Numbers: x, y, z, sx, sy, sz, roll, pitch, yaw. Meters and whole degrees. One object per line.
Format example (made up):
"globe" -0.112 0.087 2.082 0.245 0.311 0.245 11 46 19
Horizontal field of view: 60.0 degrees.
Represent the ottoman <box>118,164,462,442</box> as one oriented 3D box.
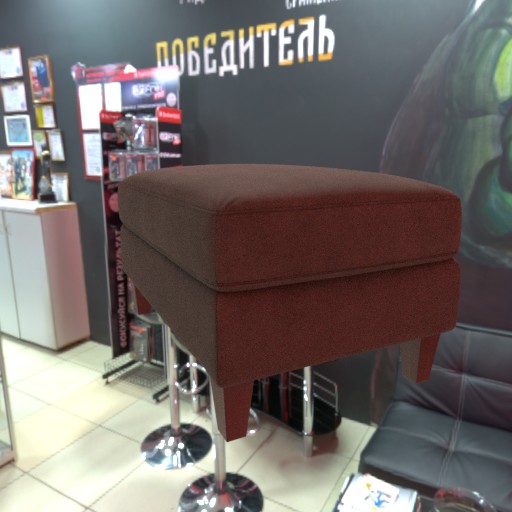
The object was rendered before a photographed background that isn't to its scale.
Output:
"ottoman" 0.000 0.000 1.196 0.584 0.483 0.864 -7 15 -26
